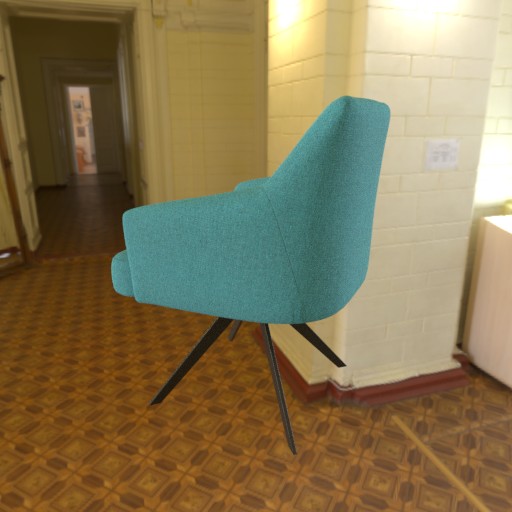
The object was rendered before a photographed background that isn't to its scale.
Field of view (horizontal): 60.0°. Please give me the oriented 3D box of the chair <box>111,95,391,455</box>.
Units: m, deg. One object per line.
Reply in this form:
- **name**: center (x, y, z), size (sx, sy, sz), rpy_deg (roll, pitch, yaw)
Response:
- **chair**: center (0.000, 0.000, 1.327), size (0.677, 0.874, 0.642), rpy_deg (8, 19, 25)
